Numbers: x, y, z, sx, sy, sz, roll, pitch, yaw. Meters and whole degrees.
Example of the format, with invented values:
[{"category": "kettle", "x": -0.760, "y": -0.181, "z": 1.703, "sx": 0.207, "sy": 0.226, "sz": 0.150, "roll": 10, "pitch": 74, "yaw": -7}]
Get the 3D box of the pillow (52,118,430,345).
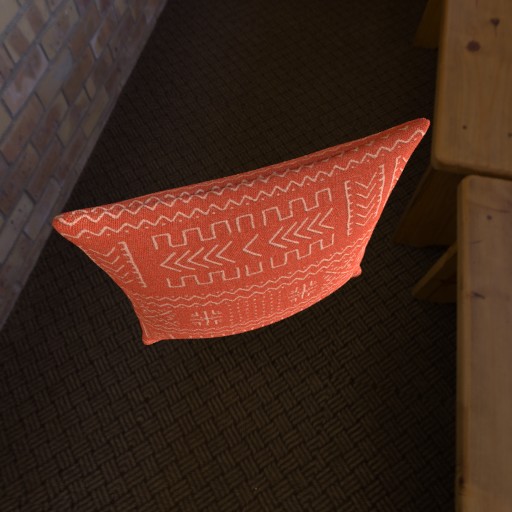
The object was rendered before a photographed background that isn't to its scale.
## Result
[{"category": "pillow", "x": 0.000, "y": 0.000, "z": 0.664, "sx": 0.438, "sy": 0.429, "sz": 0.164, "roll": -17, "pitch": 64, "yaw": -9}]
